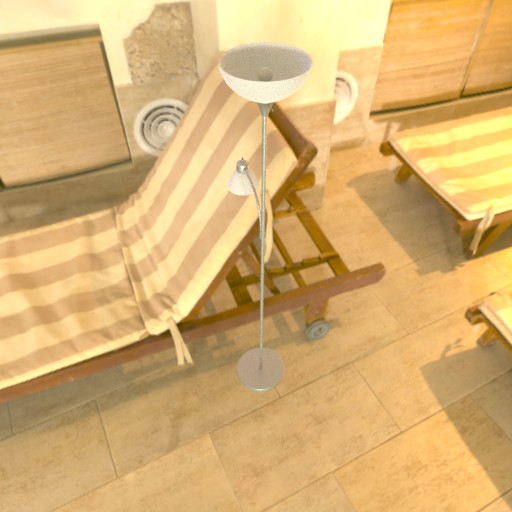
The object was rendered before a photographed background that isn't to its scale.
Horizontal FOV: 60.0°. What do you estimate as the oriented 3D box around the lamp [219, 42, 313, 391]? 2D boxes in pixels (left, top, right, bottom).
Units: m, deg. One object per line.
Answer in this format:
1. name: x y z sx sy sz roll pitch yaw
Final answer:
1. lamp: 0.000 0.000 1.989 0.279 1.804 0.425 -16 49 -14
